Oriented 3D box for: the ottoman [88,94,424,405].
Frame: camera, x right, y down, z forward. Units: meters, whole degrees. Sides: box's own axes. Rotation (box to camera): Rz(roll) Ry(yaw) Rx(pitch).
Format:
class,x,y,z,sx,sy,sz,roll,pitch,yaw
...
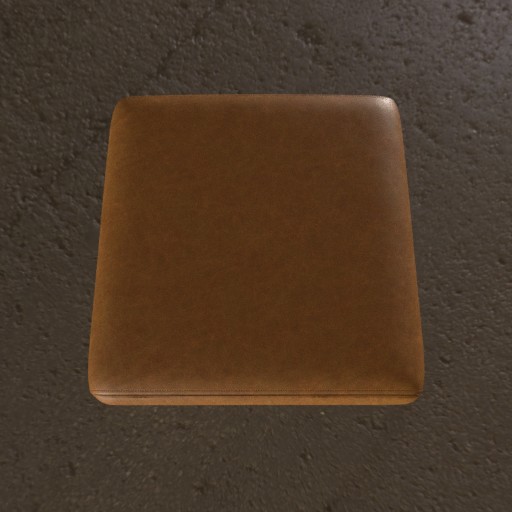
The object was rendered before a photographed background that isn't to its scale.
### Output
class,x,y,z,sx,sy,sz,roll,pitch,yaw
ottoman,0.000,0.000,1.043,0.650,0.399,0.650,0,75,0
